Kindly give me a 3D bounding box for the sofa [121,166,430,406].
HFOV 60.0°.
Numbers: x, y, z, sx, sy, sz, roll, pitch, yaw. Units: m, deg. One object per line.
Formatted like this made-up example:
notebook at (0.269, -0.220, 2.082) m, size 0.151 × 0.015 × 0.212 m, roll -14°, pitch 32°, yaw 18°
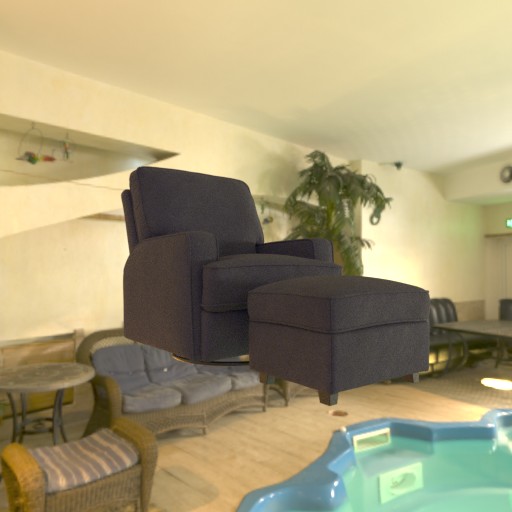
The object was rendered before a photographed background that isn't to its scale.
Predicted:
sofa at (0.000, 0.000, 2.070) m, size 0.861 × 0.959 × 1.472 m, roll 1°, pitch -2°, yaw -37°
